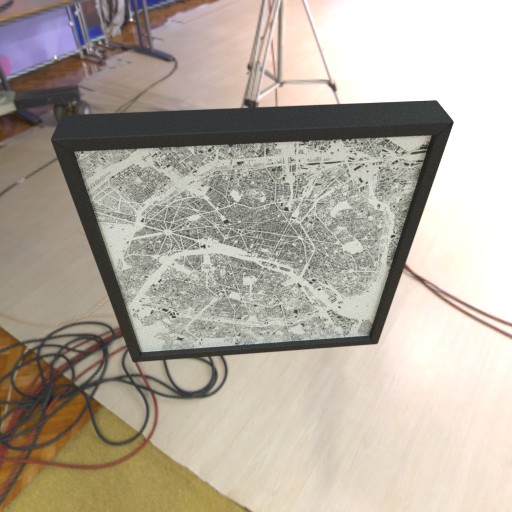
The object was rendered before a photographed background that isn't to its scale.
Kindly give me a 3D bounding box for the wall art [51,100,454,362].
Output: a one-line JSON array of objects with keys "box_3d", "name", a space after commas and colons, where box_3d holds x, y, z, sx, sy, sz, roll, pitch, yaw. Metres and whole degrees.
[{"box_3d": [0.000, 0.000, 0.453, 0.305, 0.305, 0.037, -4, 45, -3], "name": "wall art"}]
